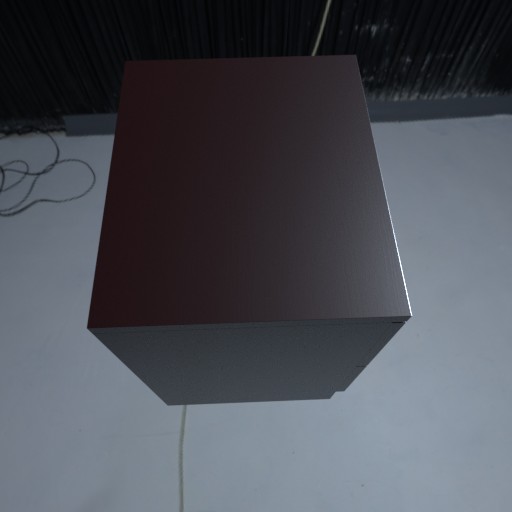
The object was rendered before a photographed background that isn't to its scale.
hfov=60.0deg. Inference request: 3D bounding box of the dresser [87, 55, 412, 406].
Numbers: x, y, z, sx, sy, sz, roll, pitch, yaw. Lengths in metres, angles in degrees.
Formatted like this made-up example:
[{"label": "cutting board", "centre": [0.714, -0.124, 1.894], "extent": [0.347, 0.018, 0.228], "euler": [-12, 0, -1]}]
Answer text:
[{"label": "dresser", "centre": [0.000, 0.000, 0.754], "extent": [0.360, 0.470, 0.400], "euler": [-2, 62, -1]}]
